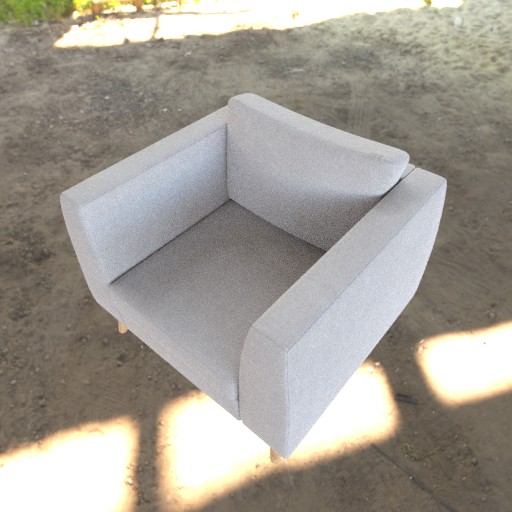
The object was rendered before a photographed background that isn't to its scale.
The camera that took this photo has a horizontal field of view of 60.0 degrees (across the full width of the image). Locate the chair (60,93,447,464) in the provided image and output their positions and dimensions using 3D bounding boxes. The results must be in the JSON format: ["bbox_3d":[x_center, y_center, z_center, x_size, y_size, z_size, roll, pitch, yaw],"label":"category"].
[{"bbox_3d":[0.000,0.000,1.672,1.000,0.860,0.930,31,53,27],"label":"chair"}]
